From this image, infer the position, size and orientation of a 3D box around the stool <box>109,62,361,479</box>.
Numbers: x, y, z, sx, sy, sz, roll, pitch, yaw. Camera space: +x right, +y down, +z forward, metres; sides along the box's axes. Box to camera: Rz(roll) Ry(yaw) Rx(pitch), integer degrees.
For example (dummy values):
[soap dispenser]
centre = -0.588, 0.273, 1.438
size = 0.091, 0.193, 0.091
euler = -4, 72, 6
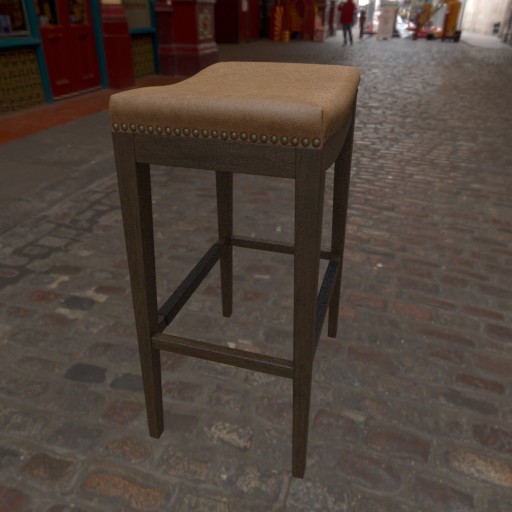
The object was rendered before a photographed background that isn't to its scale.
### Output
[stool]
centre = 0.000, 0.000, 0.999
size = 0.361, 0.759, 0.500
euler = 9, 31, 15
